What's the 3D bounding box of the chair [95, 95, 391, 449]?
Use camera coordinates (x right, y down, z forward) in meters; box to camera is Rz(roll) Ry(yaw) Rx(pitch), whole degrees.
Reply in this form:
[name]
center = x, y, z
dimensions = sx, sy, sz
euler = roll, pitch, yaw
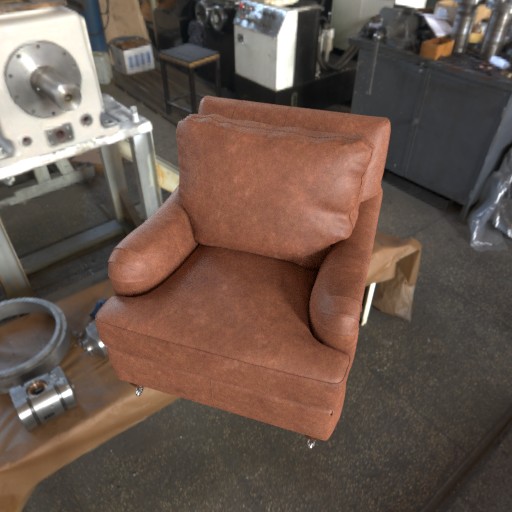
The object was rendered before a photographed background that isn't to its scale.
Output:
[chair]
center = 0.000, 0.000, 1.956
dimensions = 0.986, 1.055, 1.158
euler = 12, 42, 13
